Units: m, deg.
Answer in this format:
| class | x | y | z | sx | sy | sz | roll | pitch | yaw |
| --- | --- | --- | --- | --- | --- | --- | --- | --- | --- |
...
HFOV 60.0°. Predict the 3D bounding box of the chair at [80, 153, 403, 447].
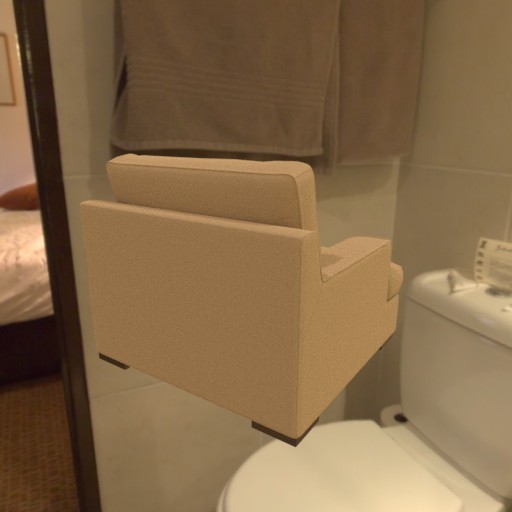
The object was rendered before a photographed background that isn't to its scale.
| class | x | y | z | sx | sy | sz | roll | pitch | yaw |
| --- | --- | --- | --- | --- | --- | --- | --- | --- | --- |
| chair | 0.000 | 0.000 | 2.208 | 1.293 | 1.005 | 1.274 | 8 | 18 | 26 |
